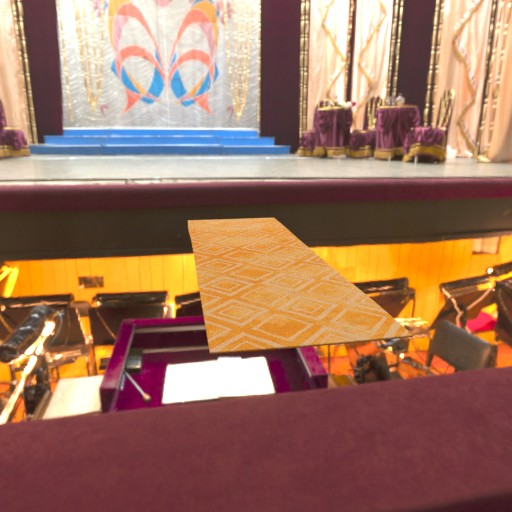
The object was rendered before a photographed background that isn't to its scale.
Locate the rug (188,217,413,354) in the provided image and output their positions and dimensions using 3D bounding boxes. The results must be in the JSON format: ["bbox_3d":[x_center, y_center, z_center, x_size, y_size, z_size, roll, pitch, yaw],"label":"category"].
[{"bbox_3d":[0.000,0.000,2.748,0.775,0.010,2.438,-3,16,-10],"label":"rug"}]
